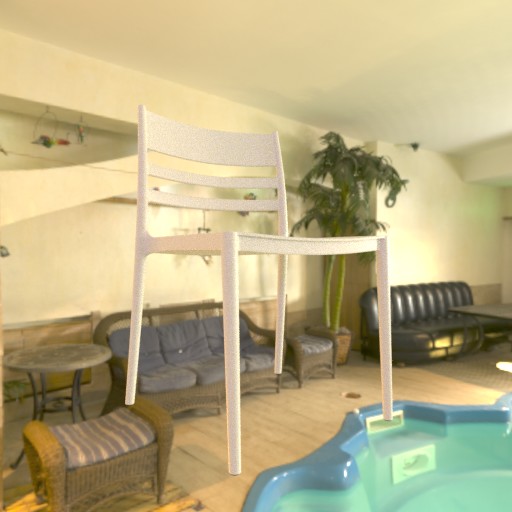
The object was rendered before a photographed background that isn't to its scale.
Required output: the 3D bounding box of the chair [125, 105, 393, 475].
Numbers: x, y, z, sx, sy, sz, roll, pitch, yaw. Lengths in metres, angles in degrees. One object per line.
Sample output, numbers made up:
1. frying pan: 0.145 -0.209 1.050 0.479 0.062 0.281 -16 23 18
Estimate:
1. chair: 0.000 0.000 1.148 0.531 0.800 0.511 -1 1 -36
